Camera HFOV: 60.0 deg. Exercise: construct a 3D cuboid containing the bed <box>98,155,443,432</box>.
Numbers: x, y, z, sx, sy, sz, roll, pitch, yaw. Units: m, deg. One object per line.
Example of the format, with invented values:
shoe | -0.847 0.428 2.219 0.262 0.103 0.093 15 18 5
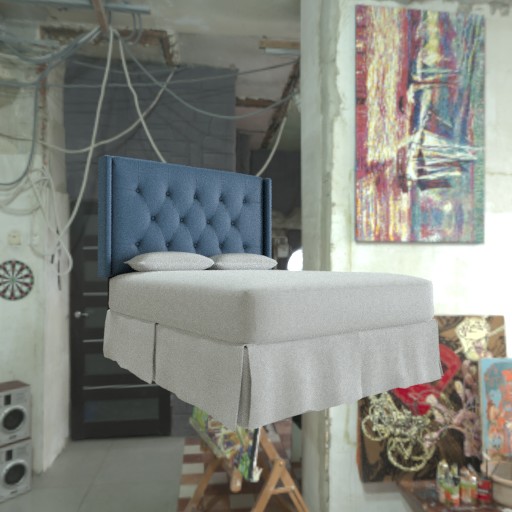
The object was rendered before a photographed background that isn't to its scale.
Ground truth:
bed | 0.000 0.000 3.331 1.719 1.665 2.078 1 -1 -36
